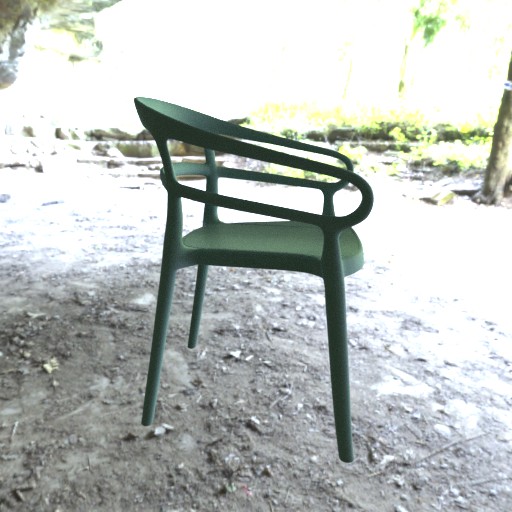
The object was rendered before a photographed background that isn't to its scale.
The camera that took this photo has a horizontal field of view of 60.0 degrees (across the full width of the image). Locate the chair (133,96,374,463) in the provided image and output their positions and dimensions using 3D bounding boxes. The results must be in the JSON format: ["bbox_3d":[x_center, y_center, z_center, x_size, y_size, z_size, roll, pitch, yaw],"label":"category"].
[{"bbox_3d":[0.000,0.000,1.122,0.527,0.761,0.559,2,17,8],"label":"chair"}]
